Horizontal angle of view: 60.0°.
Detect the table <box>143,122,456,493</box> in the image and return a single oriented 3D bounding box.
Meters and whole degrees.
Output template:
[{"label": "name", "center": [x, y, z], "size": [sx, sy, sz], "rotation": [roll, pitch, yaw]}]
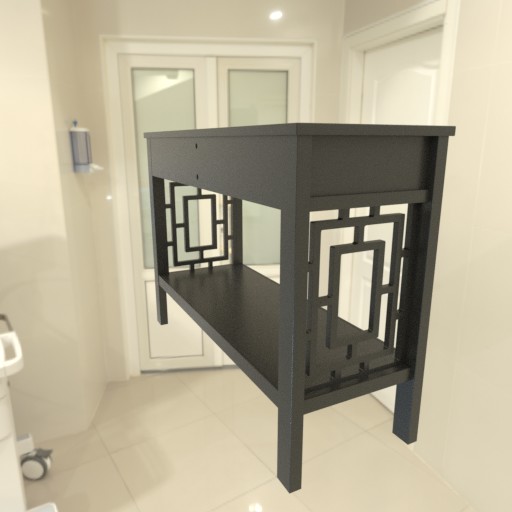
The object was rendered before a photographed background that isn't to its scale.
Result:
[{"label": "table", "center": [0.000, 0.000, 1.380], "size": [0.397, 0.753, 1.068], "rotation": [-7, 16, -26]}]
